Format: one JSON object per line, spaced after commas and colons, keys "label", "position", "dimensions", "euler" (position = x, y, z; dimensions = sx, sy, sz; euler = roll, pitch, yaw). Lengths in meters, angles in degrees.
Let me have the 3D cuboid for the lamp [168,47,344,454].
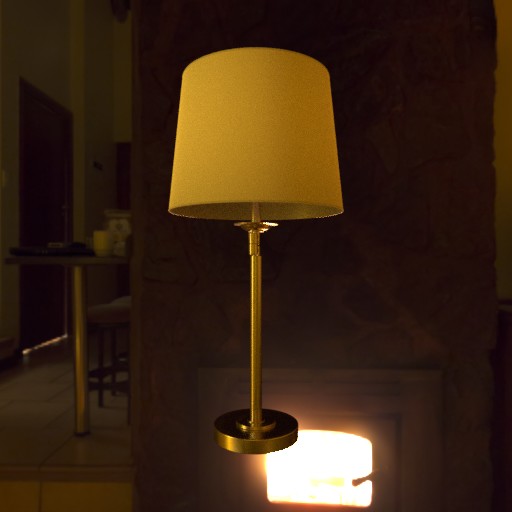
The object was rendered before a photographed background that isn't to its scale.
{"label": "lamp", "position": [0.000, 0.000, 0.858], "dimensions": [0.333, 0.696, 0.333], "euler": [0, 0, 0]}
